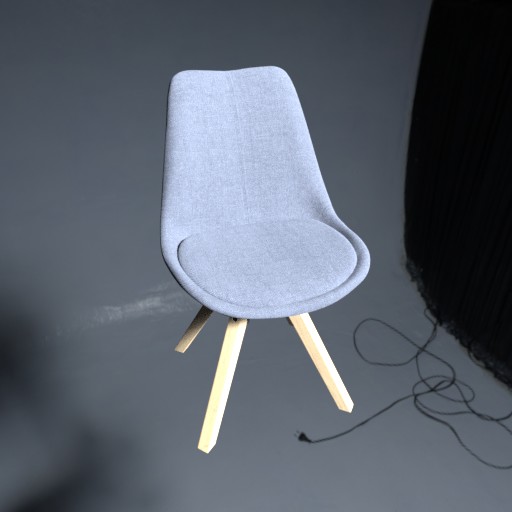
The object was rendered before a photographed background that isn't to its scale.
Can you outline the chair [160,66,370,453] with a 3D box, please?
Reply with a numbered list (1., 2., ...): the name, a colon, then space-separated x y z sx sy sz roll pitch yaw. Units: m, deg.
1. chair: 0.000 0.000 1.171 0.485 0.850 0.550 -10 33 -15
